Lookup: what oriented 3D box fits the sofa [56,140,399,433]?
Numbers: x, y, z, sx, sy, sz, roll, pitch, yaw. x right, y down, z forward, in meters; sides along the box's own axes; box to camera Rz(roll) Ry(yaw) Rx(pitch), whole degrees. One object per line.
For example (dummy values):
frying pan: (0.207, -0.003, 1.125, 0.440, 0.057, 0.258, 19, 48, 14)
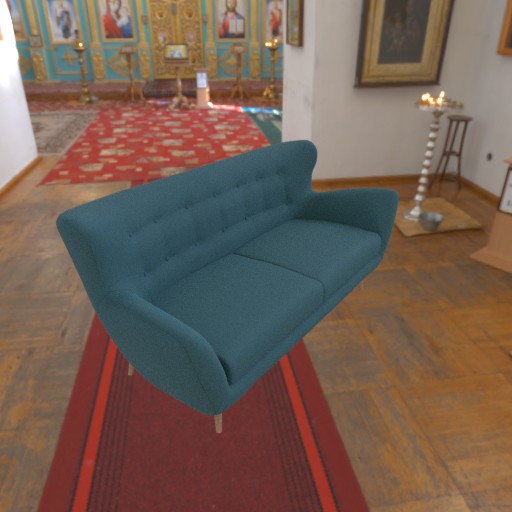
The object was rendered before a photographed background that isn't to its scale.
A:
sofa: (0.000, 0.000, 2.393, 0.889, 0.890, 1.930, 18, 31, 32)
